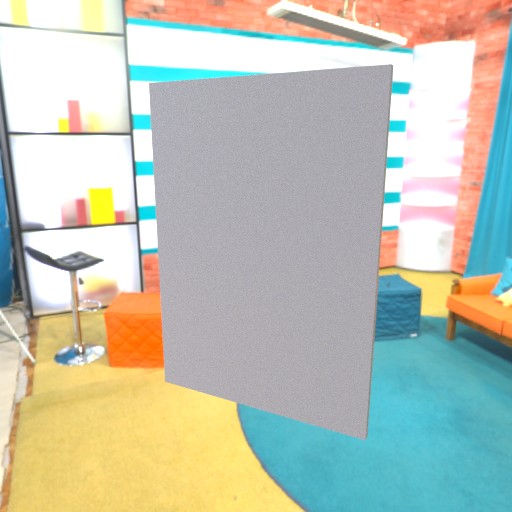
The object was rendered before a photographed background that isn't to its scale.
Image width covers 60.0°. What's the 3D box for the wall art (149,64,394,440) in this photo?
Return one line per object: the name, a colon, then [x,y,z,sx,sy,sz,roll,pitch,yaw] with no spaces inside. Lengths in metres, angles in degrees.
wall art: [0.000,0.000,0.699,0.381,0.533,0.013,7,16,26]
